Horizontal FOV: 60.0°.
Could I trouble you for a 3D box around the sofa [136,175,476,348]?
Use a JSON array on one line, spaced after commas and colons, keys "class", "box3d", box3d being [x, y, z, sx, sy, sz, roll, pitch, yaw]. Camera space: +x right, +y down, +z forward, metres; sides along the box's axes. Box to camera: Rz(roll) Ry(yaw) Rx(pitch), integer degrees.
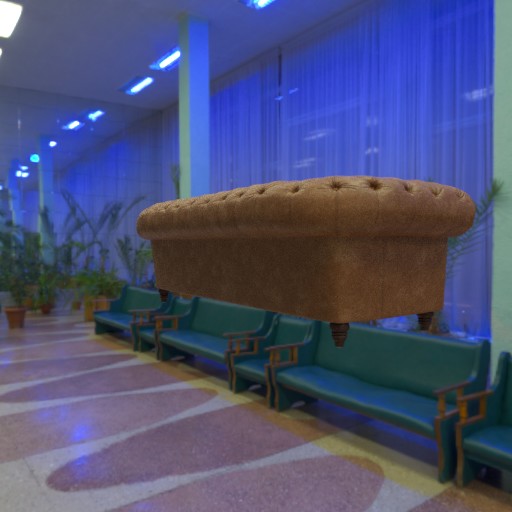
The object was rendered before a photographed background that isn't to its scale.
[{"class": "sofa", "box3d": [0.000, 0.000, 2.834, 0.989, 0.760, 2.365, -1, 2, -36]}]
